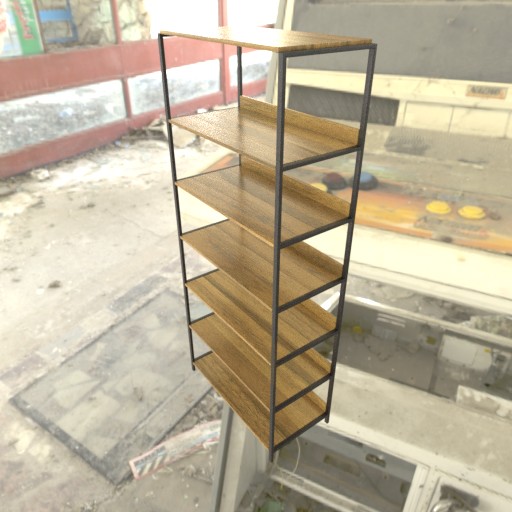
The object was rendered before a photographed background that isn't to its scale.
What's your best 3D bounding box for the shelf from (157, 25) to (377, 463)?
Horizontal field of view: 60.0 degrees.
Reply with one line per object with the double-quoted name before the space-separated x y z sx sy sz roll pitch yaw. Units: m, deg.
"shelf" 0.000 0.000 2.243 0.431 2.015 0.847 -21 37 -31
